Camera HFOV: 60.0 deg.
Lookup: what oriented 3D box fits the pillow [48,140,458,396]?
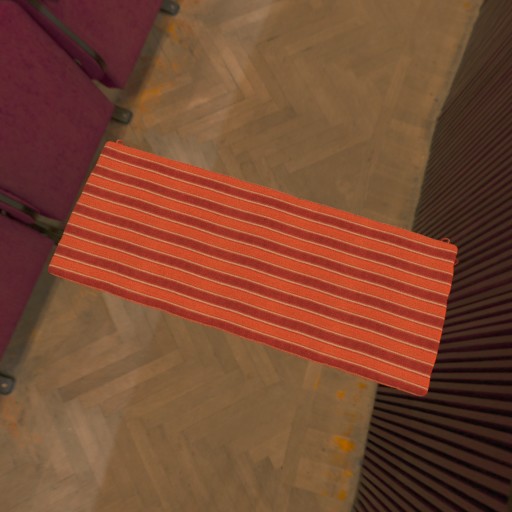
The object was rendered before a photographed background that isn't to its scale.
[{"bbox_3d":[0.000,0.000,1.343,1.187,0.081,0.492,17,76,5],"label":"pillow"}]
